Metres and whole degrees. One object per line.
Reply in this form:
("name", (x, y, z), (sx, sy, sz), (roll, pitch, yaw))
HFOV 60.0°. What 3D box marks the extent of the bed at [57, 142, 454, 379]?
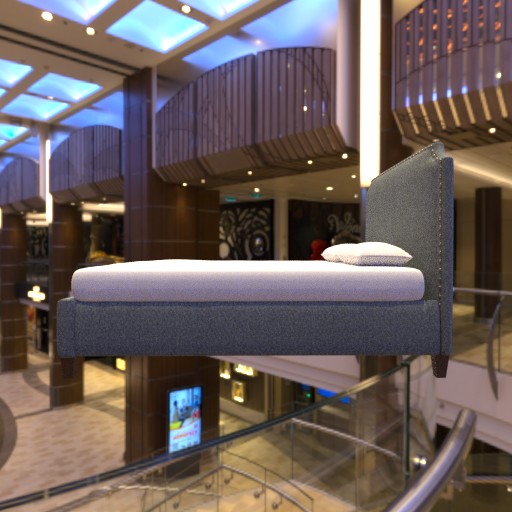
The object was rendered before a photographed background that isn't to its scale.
("bed", (0.000, 0.000, 3.448), (2.372, 1.443, 1.712), (0, 1, -1))
